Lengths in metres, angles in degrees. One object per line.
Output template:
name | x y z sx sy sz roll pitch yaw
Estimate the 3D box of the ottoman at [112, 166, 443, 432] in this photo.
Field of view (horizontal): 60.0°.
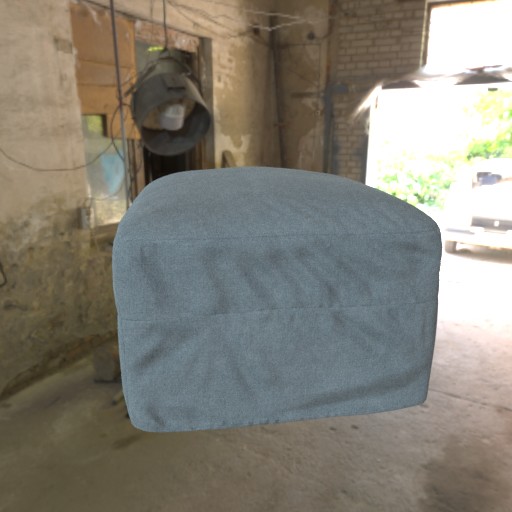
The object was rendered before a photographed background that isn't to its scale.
ottoman | 0.000 0.000 1.238 0.683 0.481 0.837 -2 16 -9
